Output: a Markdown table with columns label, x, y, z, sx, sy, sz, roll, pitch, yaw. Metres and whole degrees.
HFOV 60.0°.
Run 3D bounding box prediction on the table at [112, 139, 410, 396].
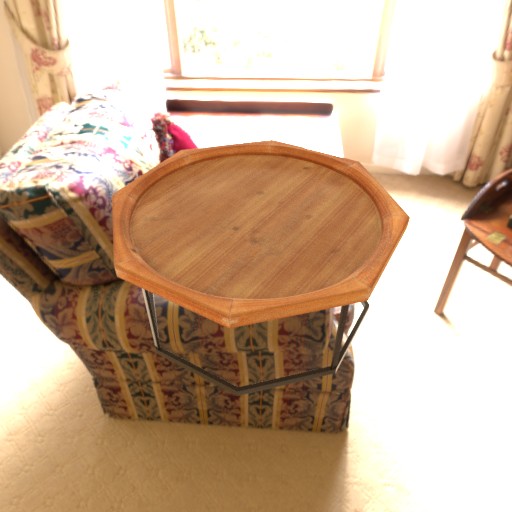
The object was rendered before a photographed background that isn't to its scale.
| label | x | y | z | sx | sy | sz | roll | pitch | yaw |
| --- | --- | --- | --- | --- | --- | --- | --- | --- | --- |
| table | 0.000 | 0.000 | 1.619 | 1.002 | 0.444 | 1.002 | 0 | 40 | 0 |
